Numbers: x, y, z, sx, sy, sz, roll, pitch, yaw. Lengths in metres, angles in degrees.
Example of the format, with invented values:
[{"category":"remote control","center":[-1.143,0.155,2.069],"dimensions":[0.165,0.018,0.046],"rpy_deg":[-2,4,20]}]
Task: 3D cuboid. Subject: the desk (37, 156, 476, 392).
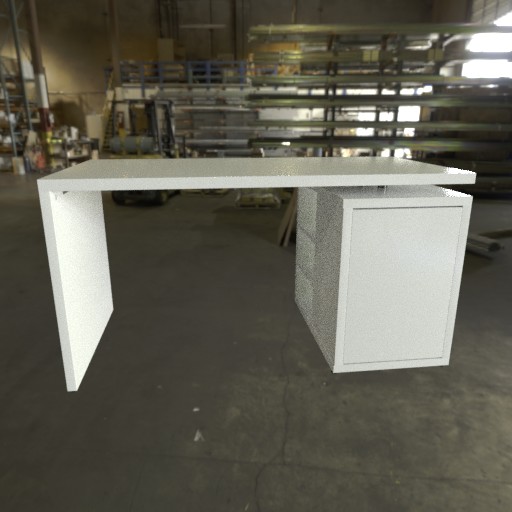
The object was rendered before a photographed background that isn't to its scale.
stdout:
[{"category":"desk","center":[0.000,0.000,1.837],"dimensions":[1.400,0.740,0.690],"rpy_deg":[-2,17,-7]}]
